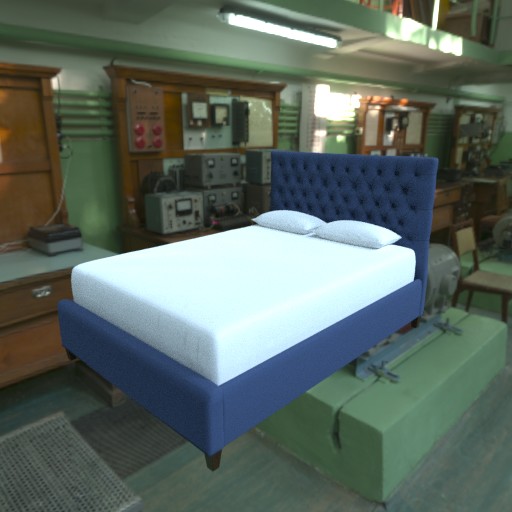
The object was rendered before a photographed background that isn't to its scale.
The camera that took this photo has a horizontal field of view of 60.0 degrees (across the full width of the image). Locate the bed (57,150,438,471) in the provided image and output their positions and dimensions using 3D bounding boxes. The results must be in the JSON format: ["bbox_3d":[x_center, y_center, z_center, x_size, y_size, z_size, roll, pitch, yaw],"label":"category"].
[{"bbox_3d":[0.000,0.000,3.352,1.706,1.427,2.387,15,22,42],"label":"bed"}]
